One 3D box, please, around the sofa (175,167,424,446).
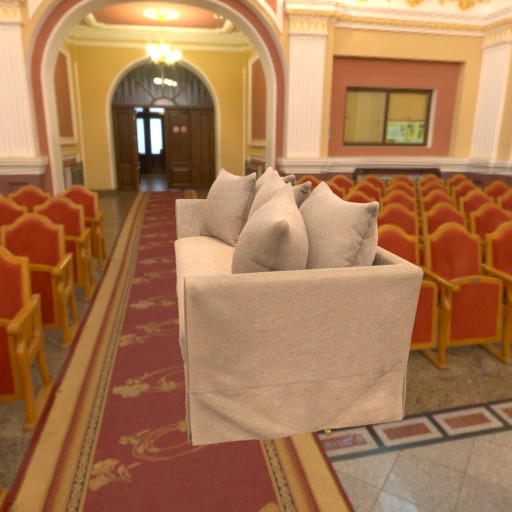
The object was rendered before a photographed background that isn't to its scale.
[{"bbox_3d":[0.000,0.000,2.845,1.031,1.034,2.290,-3,15,-10],"label":"sofa"}]
